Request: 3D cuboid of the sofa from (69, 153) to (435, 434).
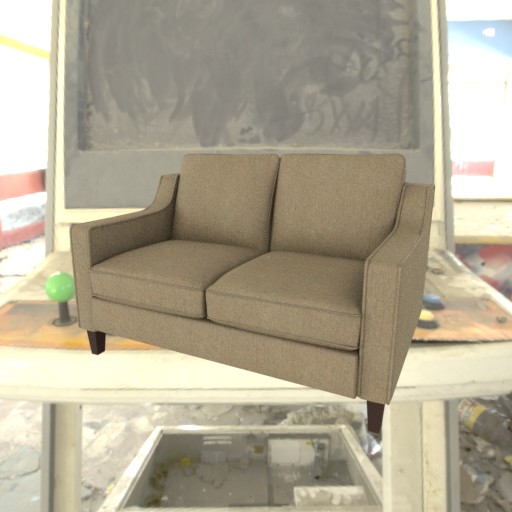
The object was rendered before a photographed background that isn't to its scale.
[{"bbox_3d":[0.000,0.000,2.173,1.503,0.981,0.985,7,17,25],"label":"sofa"}]
